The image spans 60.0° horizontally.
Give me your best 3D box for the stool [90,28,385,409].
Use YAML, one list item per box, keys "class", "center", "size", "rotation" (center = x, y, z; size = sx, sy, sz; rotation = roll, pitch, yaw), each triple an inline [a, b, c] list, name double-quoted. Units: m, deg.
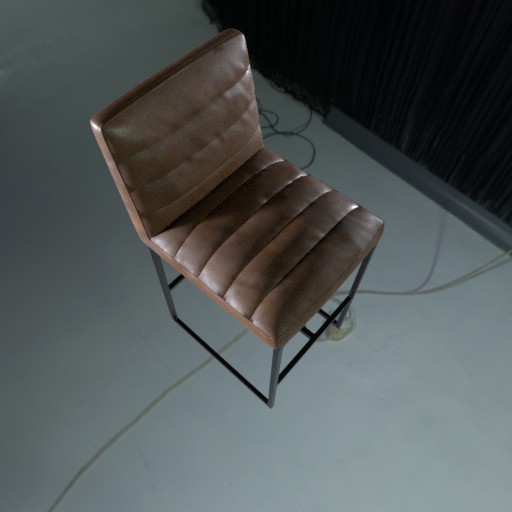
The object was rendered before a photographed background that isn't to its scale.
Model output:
- class: "stool"
  center: [0.000, 0.000, 1.353]
  size: [0.562, 1.065, 0.463]
  rotation: [38, 66, 20]
